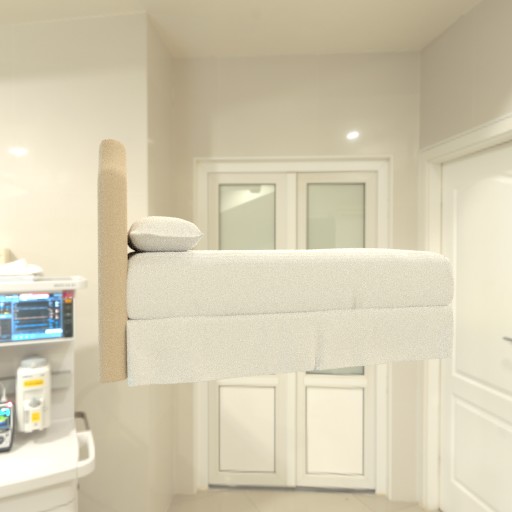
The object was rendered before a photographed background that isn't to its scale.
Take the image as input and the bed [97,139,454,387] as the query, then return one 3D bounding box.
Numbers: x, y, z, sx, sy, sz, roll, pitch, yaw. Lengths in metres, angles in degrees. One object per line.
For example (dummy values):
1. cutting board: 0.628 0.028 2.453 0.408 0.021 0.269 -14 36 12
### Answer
1. bed: 0.000 0.000 3.905 2.548 1.524 2.134 0 1 -17
